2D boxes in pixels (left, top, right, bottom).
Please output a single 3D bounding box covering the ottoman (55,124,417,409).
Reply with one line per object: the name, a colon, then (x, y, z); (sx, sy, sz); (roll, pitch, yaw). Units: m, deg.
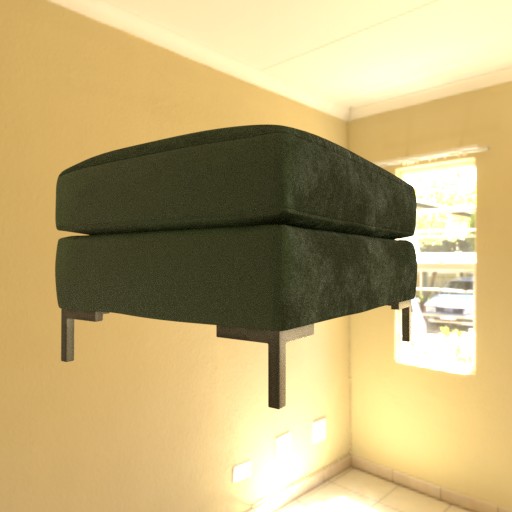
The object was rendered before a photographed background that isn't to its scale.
ottoman: (0.000, 0.000, 1.274); (0.701, 0.538, 0.839); (-1, -1, 35)
